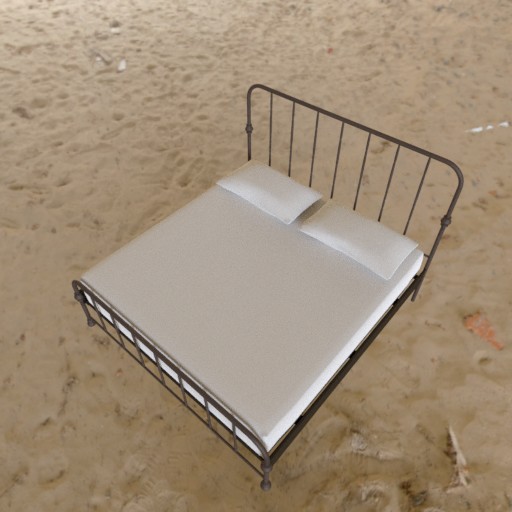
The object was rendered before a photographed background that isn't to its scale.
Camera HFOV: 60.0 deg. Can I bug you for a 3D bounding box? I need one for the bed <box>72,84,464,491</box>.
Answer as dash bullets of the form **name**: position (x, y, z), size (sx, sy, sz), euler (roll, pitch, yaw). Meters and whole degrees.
- **bed**: position (0.000, 0.000, 3.399), size (2.044, 1.446, 2.134), euler (32, 55, 27)
